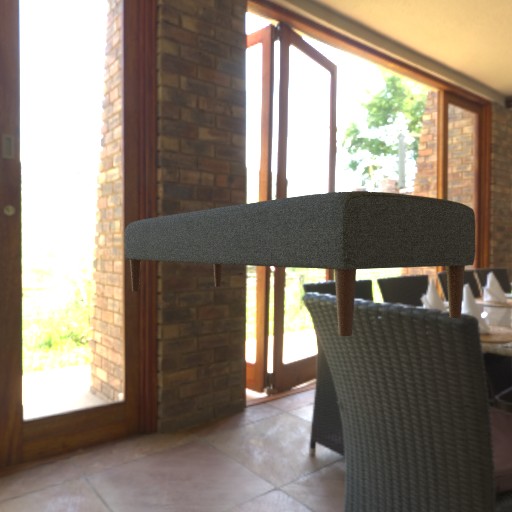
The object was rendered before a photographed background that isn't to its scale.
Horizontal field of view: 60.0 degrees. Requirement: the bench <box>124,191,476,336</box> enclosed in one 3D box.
[{"bbox_3d":[0.000,0.000,1.888,0.631,0.384,1.598,-1,1,-35],"label":"bench"}]
